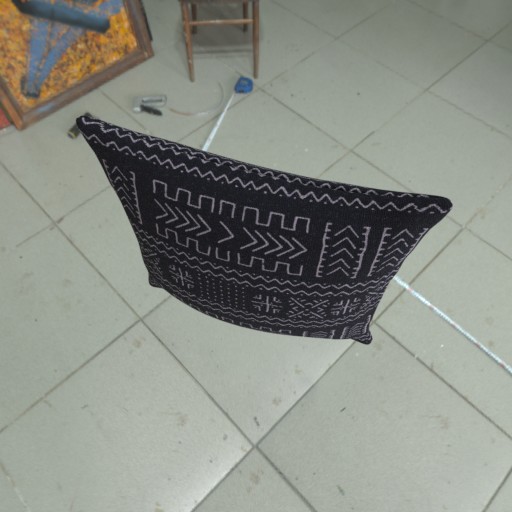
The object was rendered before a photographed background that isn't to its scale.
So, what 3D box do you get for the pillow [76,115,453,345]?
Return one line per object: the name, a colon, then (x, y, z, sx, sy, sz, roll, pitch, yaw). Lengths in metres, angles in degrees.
pillow: (0.000, 0.000, 0.665, 0.438, 0.430, 0.164, 14, 60, 8)
